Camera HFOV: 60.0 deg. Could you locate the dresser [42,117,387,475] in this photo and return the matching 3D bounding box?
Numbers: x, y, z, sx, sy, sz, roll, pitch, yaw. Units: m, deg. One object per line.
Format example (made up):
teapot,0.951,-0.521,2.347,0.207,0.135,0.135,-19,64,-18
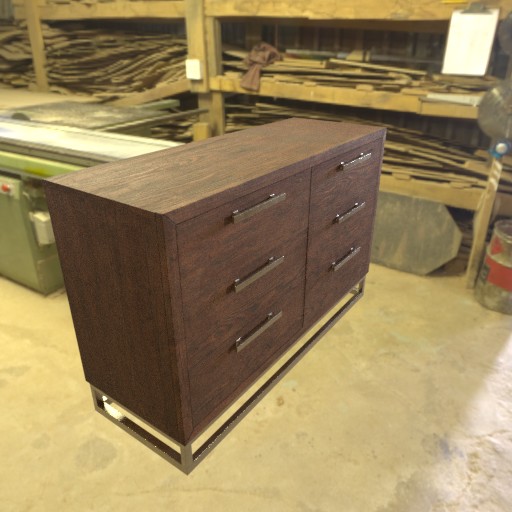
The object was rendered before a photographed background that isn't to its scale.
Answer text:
dresser,0.000,0.000,2.183,0.623,1.061,1.646,18,31,32
